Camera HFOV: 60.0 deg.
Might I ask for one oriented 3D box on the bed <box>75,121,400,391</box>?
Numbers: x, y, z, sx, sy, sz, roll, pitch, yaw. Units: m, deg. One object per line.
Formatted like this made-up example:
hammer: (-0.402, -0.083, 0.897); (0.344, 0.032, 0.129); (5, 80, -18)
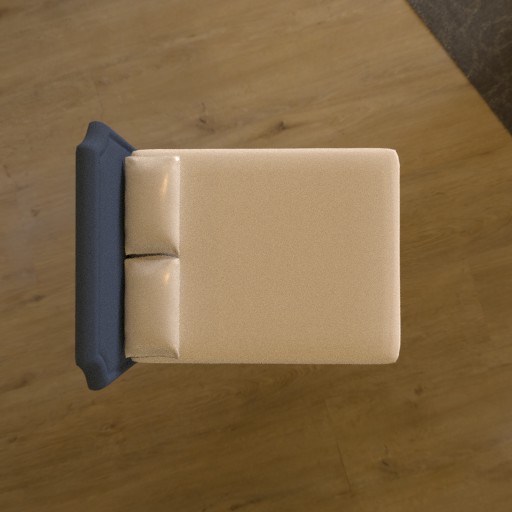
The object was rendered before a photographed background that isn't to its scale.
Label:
bed: (0.000, 0.000, 3.384); (2.260, 1.297, 1.831); (0, 90, 1)
